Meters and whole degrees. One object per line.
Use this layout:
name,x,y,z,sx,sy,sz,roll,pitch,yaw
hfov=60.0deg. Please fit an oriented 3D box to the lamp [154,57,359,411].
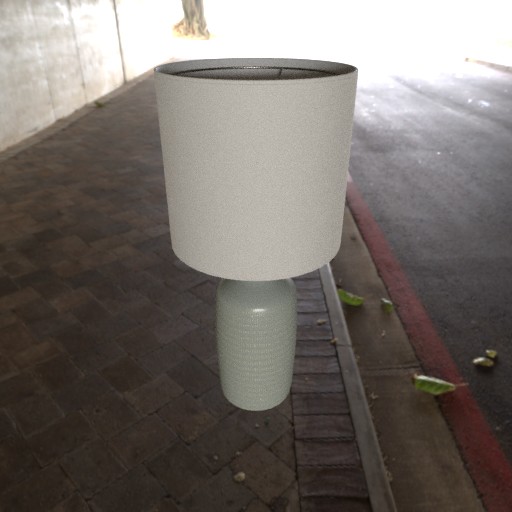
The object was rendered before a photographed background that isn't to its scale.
lamp,0.000,0.000,0.601,0.220,0.475,0.220,17,33,28
